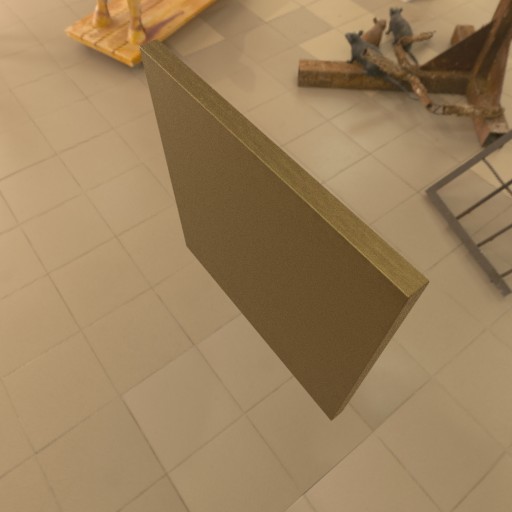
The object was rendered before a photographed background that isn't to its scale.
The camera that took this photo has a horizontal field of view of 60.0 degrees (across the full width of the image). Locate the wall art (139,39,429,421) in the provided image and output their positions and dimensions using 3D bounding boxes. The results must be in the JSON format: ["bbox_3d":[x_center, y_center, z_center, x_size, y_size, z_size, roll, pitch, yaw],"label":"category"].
[{"bbox_3d":[0.000,0.000,0.736,0.030,0.506,0.503,-33,63,-19],"label":"wall art"}]
